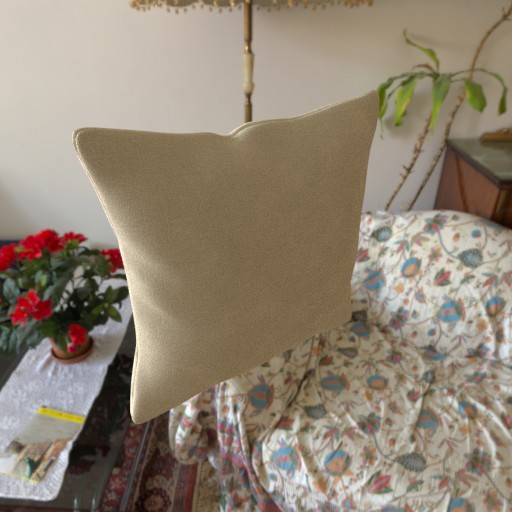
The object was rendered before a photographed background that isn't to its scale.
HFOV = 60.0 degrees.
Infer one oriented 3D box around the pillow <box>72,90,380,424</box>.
[{"bbox_3d":[0.000,0.000,0.641,0.437,0.420,0.162,-19,34,-30],"label":"pillow"}]
